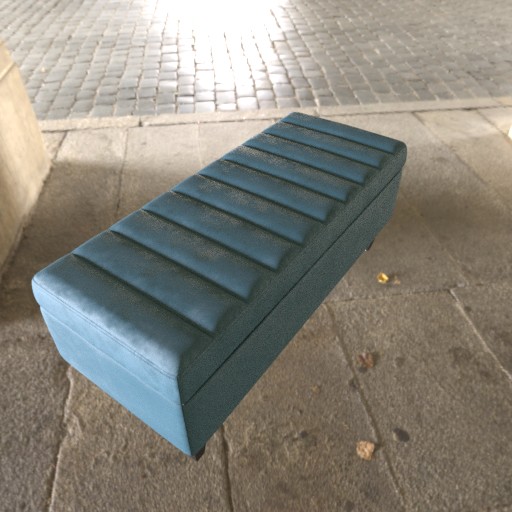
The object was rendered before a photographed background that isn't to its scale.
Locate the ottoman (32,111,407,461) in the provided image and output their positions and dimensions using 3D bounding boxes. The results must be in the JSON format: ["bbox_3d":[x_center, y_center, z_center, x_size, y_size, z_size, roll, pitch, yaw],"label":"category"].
[{"bbox_3d":[0.000,0.000,1.390,0.482,0.469,1.151,25,47,26],"label":"ottoman"}]
